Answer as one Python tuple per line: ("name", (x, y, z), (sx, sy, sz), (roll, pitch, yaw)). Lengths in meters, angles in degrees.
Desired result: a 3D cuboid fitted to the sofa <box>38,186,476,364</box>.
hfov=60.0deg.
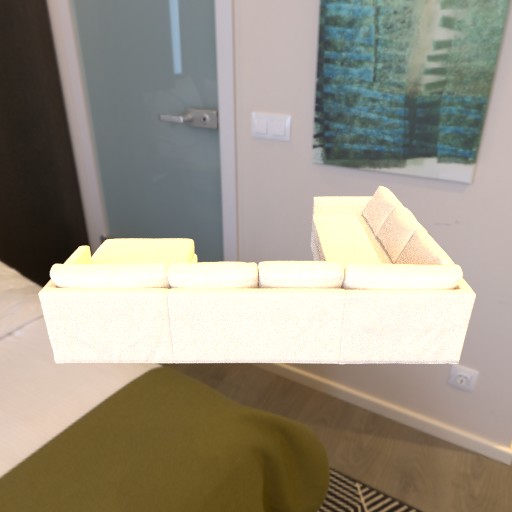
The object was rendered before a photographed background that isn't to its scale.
("sofa", (0.000, 0.000, 4.648), (3.460, 0.882, 2.427), (0, 26, 0))
